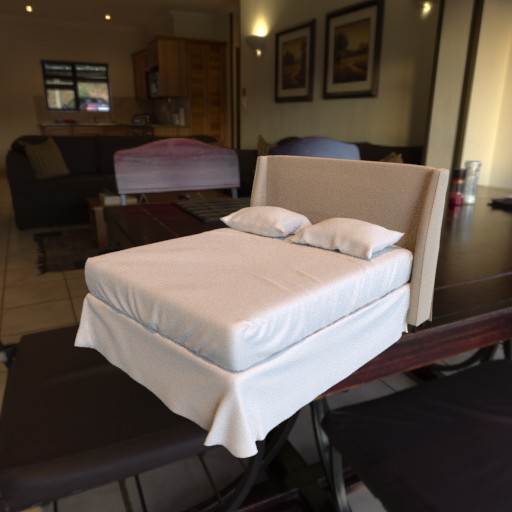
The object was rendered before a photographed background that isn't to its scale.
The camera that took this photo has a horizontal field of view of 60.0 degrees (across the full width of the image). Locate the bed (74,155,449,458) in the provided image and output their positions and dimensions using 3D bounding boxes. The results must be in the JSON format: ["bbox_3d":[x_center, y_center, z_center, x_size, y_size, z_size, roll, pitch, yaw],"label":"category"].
[{"bbox_3d":[0.000,0.000,3.404,1.925,1.332,2.276,16,23,42],"label":"bed"}]
